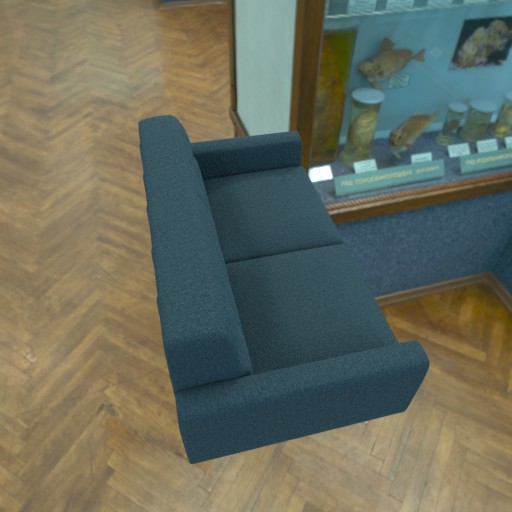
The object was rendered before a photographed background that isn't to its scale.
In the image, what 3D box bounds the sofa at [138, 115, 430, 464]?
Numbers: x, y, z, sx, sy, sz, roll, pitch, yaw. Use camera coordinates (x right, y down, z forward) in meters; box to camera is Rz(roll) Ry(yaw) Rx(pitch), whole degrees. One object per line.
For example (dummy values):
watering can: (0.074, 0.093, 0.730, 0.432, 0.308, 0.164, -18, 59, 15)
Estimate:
sofa: (0.000, 0.000, 2.185, 0.942, 0.896, 1.651, -10, 47, -9)
